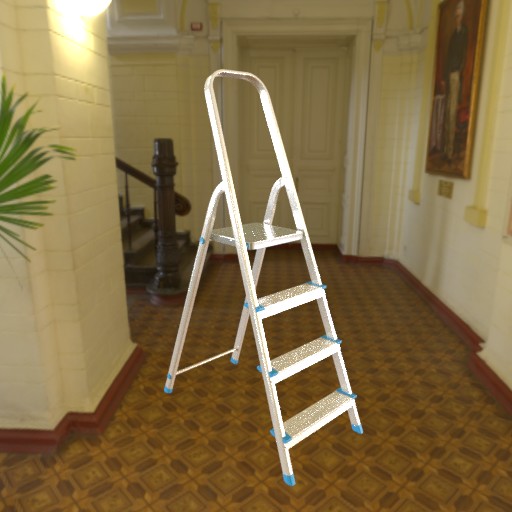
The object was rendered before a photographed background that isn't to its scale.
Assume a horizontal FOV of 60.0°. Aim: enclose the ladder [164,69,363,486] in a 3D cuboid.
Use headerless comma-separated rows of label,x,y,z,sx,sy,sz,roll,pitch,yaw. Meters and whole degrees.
ladder,0.000,0.000,1.814,0.445,1.434,0.842,-13,20,-41
